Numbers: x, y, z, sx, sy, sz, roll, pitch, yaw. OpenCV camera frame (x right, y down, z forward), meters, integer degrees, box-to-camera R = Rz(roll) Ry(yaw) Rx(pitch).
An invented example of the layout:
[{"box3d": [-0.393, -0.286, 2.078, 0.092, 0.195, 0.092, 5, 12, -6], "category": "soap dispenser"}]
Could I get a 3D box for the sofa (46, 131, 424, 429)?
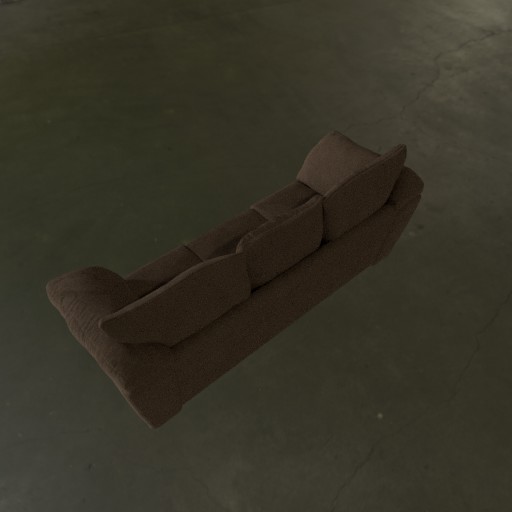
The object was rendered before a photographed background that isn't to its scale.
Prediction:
[{"box3d": [0.000, 0.000, 2.859, 2.336, 1.015, 0.878, -32, 55, -26], "category": "sofa"}]
